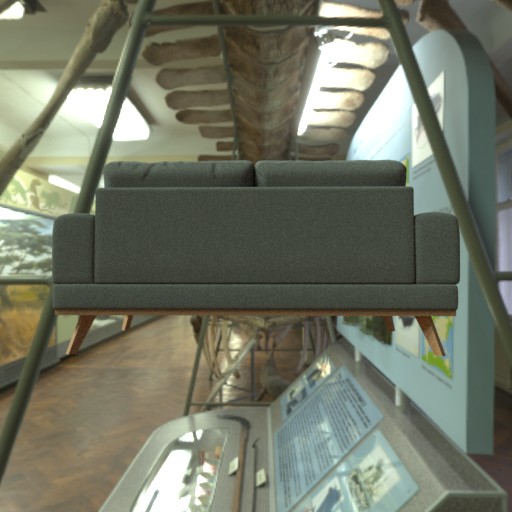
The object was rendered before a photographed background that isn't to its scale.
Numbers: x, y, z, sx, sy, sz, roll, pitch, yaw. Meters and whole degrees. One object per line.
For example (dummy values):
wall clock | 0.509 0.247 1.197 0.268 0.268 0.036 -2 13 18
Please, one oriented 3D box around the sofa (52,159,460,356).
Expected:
sofa | 0.000 0.000 2.147 1.650 0.810 0.785 0 -2 1
